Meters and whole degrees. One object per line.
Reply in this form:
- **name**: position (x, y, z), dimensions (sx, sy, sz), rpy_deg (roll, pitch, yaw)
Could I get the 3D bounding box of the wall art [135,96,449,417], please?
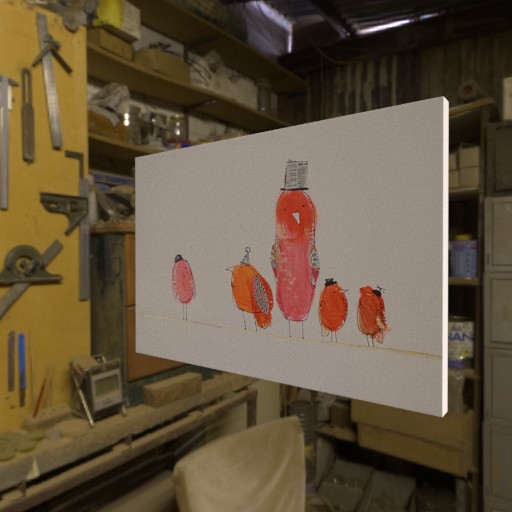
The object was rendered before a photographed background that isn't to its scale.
- **wall art**: position (0.000, 0.000, 1.130), dimensions (0.914, 0.609, 0.038), rpy_deg (0, 1, 37)
